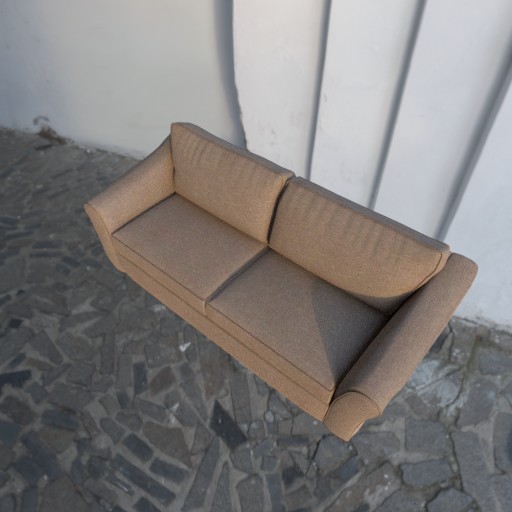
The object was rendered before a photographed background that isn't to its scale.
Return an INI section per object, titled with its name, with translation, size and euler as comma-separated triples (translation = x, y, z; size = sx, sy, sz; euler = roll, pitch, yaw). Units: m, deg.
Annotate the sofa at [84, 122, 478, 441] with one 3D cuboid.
[sofa]
translation = 0.000, 0.000, 2.765
size = 2.270, 0.906, 0.986
euler = 31, 54, 26
